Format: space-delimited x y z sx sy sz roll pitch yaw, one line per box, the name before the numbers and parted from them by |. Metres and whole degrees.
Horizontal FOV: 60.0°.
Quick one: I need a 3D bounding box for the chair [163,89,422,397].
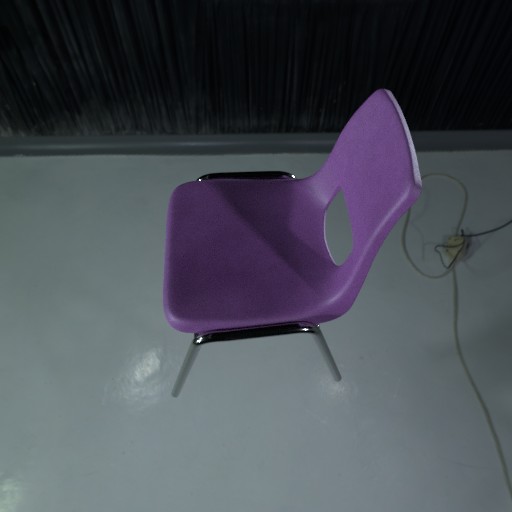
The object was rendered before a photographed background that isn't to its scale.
chair | 0.000 0.000 0.895 0.432 0.654 0.381 -3 59 -2
